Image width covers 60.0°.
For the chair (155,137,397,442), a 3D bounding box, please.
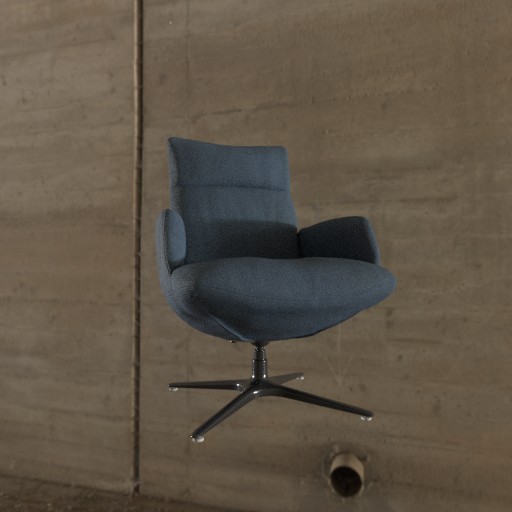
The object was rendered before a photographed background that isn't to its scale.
[{"bbox_3d":[0.000,0.000,1.582,0.711,1.016,0.889,0,-1,-18],"label":"chair"}]
